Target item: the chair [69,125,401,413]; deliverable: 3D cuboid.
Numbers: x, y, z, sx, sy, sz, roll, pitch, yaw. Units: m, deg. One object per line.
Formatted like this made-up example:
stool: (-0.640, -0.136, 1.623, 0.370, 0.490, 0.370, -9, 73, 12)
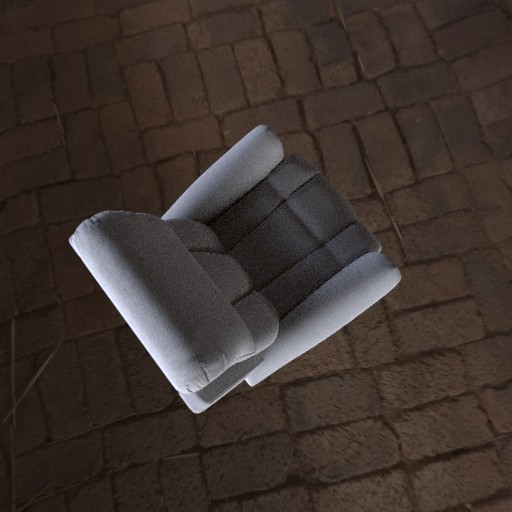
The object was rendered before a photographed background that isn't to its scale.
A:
chair: (0.000, 0.000, 1.759, 0.979, 1.031, 0.871, -38, 78, -9)
